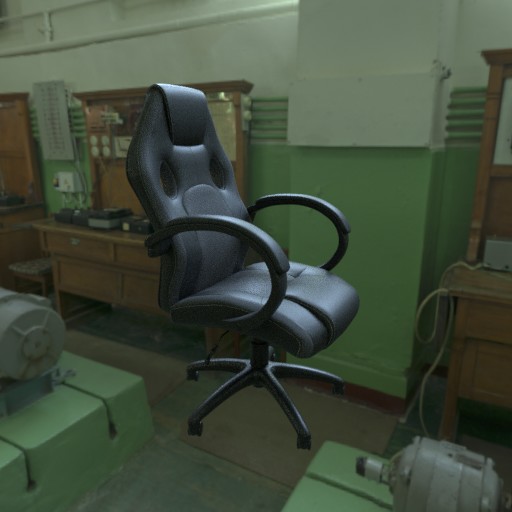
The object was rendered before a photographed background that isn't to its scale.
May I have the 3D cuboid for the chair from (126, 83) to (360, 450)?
[{"bbox_3d":[0.000,0.000,1.605,0.724,1.187,0.673,8,17,27],"label":"chair"}]
